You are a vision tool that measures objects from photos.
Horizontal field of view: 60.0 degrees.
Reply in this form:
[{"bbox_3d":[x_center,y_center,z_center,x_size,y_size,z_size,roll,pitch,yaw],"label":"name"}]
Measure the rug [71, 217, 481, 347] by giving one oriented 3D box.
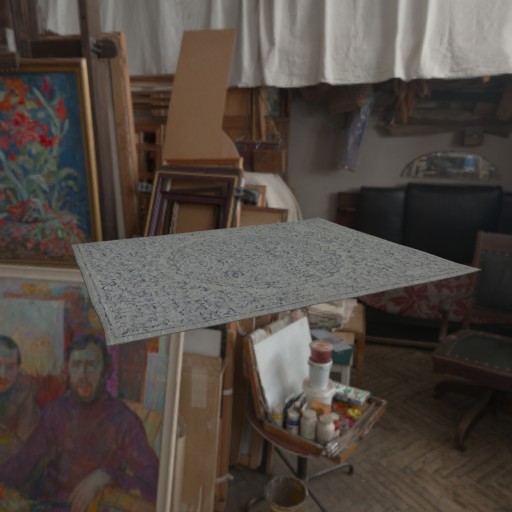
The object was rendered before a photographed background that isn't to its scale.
[{"bbox_3d":[0.000,0.000,3.977,2.925,0.026,2.343,-8,18,-25],"label":"rug"}]
